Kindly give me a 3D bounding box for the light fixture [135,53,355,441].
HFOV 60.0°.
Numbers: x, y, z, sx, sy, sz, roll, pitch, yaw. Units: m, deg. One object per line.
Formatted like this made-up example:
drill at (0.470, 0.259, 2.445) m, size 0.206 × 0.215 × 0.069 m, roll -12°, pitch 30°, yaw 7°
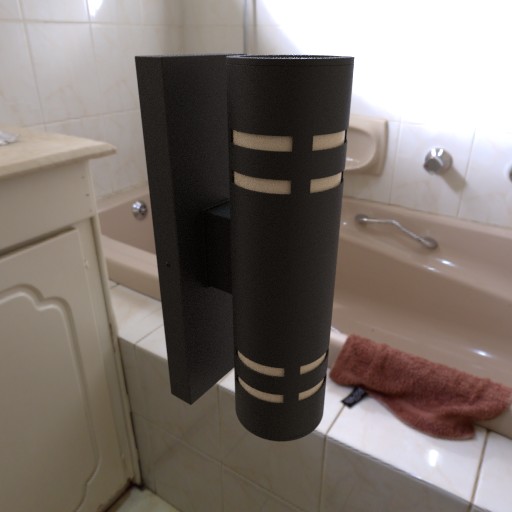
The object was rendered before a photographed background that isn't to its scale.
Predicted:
light fixture at (0.000, 0.000, 0.401) m, size 0.149 × 0.330 × 0.105 m, roll 17°, pitch 31°, yaw 32°
